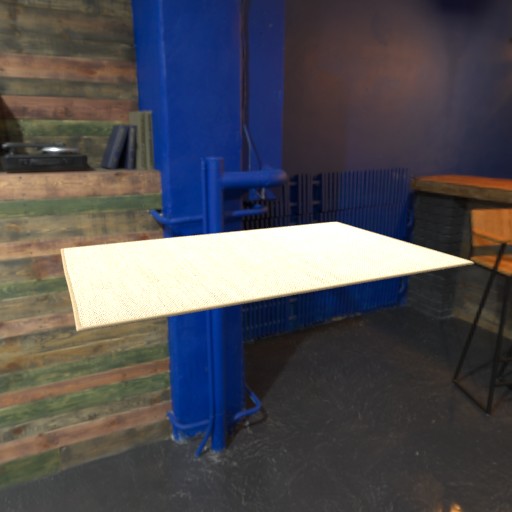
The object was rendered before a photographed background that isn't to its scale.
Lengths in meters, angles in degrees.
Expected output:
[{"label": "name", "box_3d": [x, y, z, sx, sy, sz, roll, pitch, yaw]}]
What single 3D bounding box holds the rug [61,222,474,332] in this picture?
[{"label": "rug", "box_3d": [0.000, 0.000, 2.100, 1.667, 0.013, 1.062, -7, 17, -24]}]
